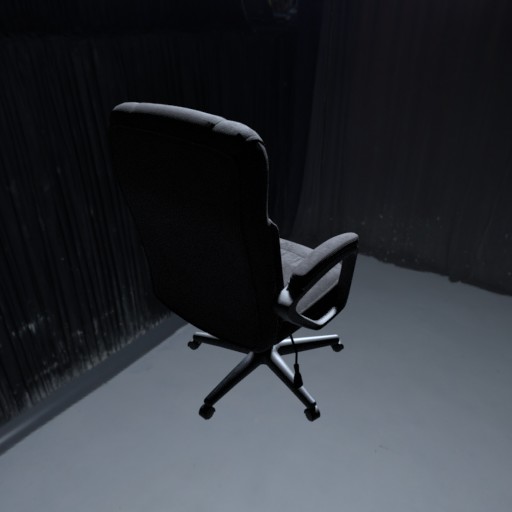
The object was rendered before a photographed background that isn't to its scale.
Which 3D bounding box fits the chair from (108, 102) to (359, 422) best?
[{"bbox_3d":[0.000,0.000,1.557,0.667,1.105,0.724,22,36,33],"label":"chair"}]
